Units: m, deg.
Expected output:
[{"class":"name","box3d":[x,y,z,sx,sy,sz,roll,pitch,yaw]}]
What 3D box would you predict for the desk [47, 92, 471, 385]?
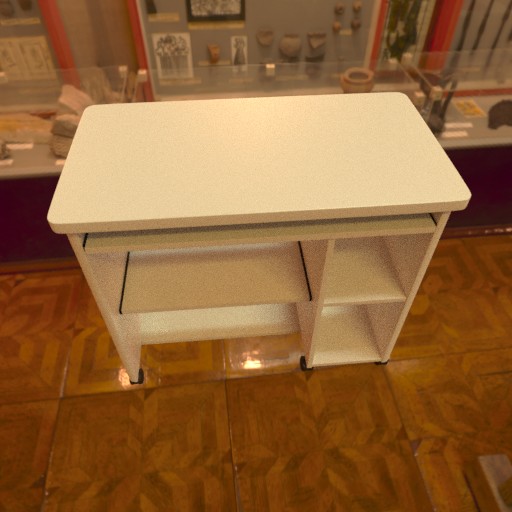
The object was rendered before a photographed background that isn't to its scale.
[{"class":"desk","box3d":[0.000,0.000,1.331,0.877,0.763,0.475,-4,47,-3]}]
